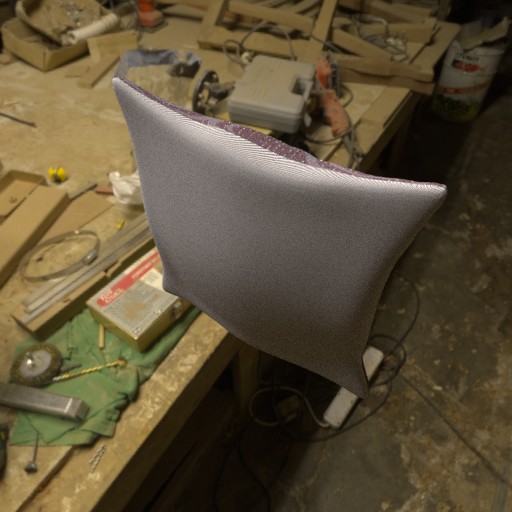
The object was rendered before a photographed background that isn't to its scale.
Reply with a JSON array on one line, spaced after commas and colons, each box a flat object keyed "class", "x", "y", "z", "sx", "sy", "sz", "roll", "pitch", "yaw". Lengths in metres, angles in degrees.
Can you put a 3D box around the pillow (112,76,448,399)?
[{"class": "pillow", "x": 0.000, "y": 0.000, "z": 0.772, "sx": 0.514, "sy": 0.513, "sz": 0.163, "roll": 25, "pitch": 51, "yaw": 22}]
